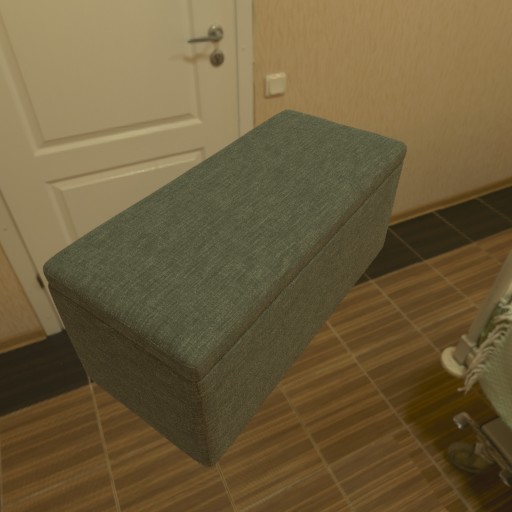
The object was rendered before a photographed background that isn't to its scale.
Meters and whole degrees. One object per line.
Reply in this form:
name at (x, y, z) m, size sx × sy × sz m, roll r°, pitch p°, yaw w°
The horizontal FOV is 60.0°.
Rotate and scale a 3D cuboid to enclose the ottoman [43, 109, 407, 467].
ottoman at (0.000, 0.000, 1.150) m, size 0.419 × 0.432 × 0.902 m, roll 25°, pitch 48°, yaw 26°
